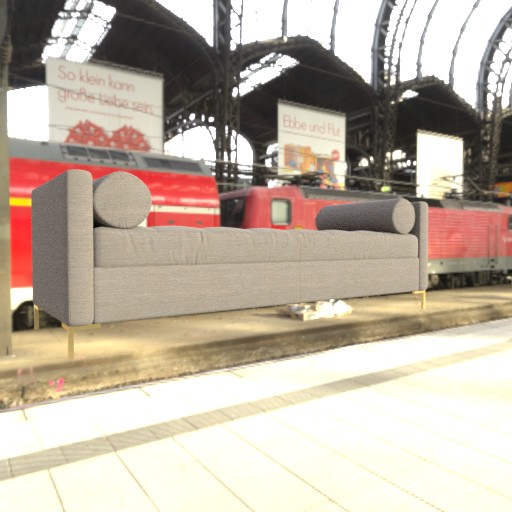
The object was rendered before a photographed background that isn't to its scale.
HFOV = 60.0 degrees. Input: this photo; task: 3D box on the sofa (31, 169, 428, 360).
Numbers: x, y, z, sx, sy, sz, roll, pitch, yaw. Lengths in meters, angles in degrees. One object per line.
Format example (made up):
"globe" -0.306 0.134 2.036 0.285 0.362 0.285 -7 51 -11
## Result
"sofa" 0.000 0.000 2.278 1.981 0.635 0.686 -1 2 -35
